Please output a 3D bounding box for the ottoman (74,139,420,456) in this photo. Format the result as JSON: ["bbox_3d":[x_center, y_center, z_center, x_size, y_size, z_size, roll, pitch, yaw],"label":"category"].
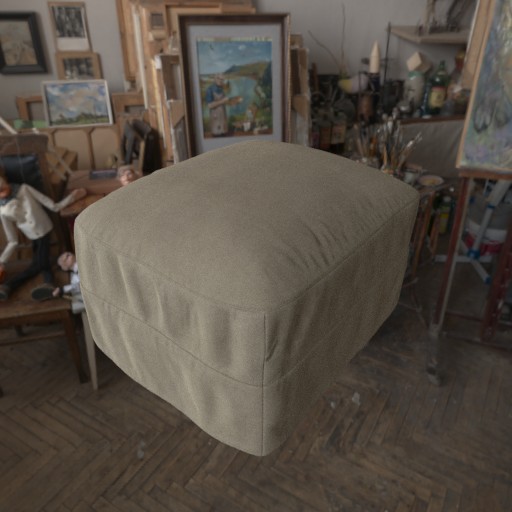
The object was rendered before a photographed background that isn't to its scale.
[{"bbox_3d":[0.000,0.000,1.112,0.584,0.480,0.712,22,38,32],"label":"ottoman"}]
